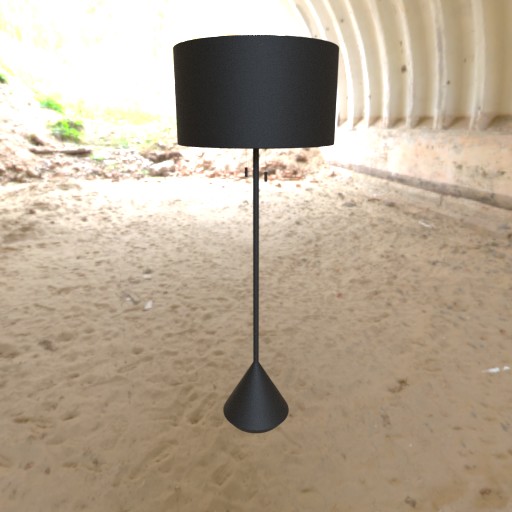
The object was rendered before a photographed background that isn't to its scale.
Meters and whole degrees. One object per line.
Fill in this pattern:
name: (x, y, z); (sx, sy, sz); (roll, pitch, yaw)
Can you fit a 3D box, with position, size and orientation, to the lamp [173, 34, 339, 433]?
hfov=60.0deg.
lamp: (0.000, 0.000, 1.788); (0.580, 1.526, 0.580); (15, 23, 41)
